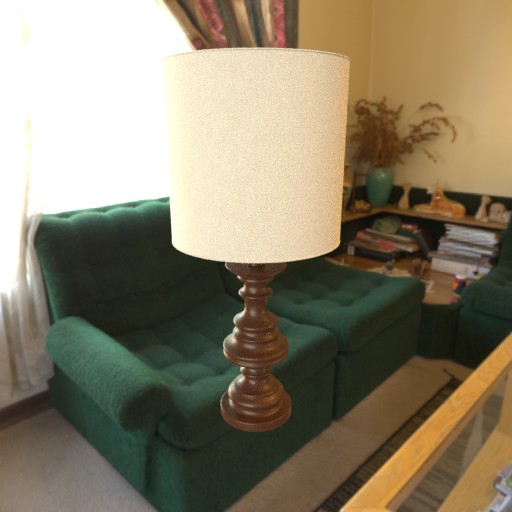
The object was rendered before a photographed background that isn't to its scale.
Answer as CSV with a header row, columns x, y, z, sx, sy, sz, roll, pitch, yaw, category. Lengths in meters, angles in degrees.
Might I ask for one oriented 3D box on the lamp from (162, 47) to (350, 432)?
x,y,z,sx,sy,sz,roll,pitch,yaw,category
0.000,0.000,0.565,0.208,0.455,0.208,9,19,26,lamp
